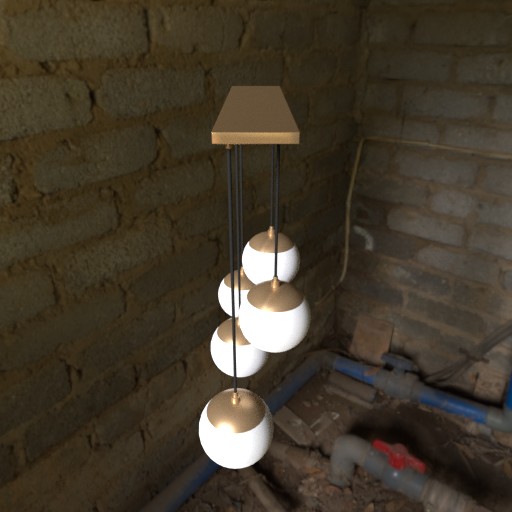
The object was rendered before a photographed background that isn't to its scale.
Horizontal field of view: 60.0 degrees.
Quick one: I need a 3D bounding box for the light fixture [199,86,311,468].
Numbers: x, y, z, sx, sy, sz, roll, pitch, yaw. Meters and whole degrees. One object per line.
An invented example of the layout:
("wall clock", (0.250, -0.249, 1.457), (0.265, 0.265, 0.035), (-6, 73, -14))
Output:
("light fixture", (0.000, 0.000, 1.315), (0.299, 0.869, 0.863), (0, 27, 0))
